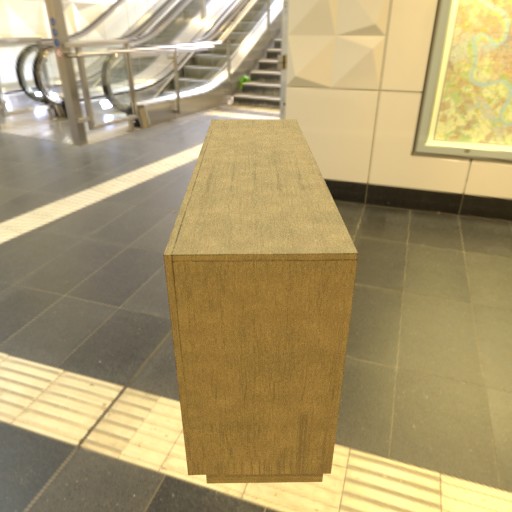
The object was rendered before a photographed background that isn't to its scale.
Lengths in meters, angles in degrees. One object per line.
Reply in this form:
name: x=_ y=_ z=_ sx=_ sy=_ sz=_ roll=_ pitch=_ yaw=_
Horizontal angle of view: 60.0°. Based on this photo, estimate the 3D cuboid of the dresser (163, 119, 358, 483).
dresser: x=0.000 y=0.000 z=2.018 sx=0.483 sy=0.889 sz=1.628 roll=0 pitch=28 yaw=-1
